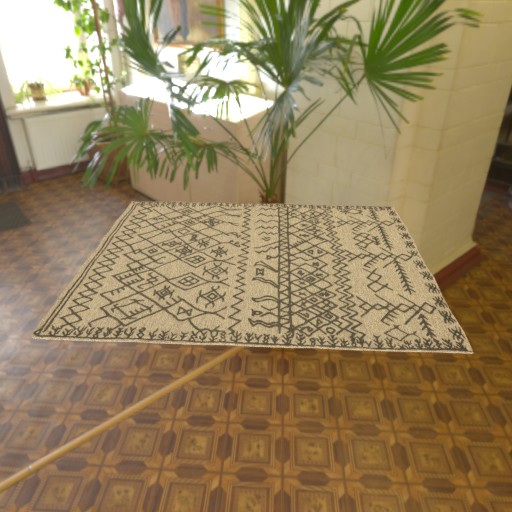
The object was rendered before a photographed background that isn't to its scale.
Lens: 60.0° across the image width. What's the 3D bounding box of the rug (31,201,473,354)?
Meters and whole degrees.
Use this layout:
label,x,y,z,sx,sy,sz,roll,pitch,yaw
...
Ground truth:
label,x,y,z,sx,sy,sz,roll,pitch,yaw
rug,0.000,0.000,3.272,2.455,0.025,1.964,1,30,3
